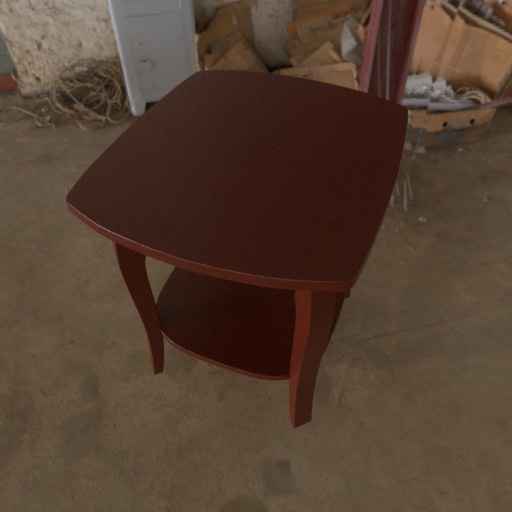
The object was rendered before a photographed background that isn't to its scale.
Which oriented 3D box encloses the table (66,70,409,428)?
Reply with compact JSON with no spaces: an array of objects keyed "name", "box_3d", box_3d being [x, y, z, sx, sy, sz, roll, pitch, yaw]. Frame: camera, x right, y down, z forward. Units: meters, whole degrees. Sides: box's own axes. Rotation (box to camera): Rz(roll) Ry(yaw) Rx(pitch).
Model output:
[{"name":"table","box_3d":[0.000,0.000,0.868,0.433,0.496,0.502,16,49,14]}]
